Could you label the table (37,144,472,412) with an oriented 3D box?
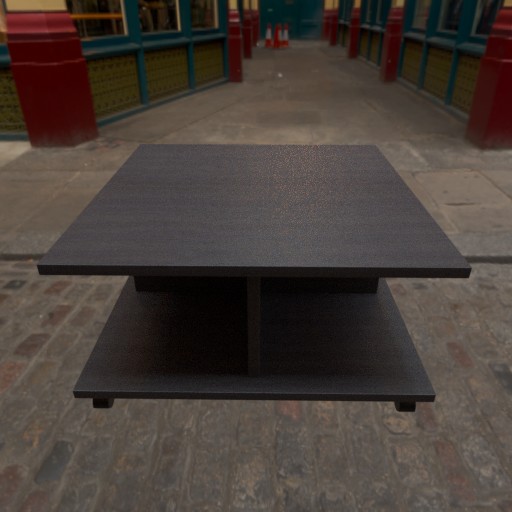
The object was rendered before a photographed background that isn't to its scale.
[{"bbox_3d":[0.000,0.000,1.202,0.762,0.396,0.762,0,30,1],"label":"table"}]
